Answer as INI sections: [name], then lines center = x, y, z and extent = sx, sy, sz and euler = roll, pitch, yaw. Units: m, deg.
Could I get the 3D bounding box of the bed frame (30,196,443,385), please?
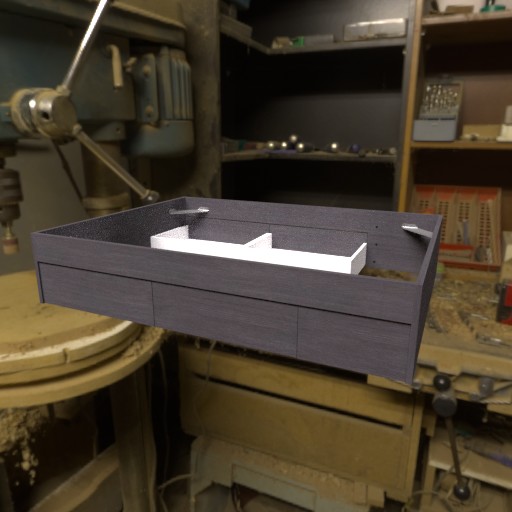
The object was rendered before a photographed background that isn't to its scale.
[bed frame]
center = 0.000, 0.000, 2.622
extent = 1.944, 0.459, 1.448
euler = 7, 17, 24
